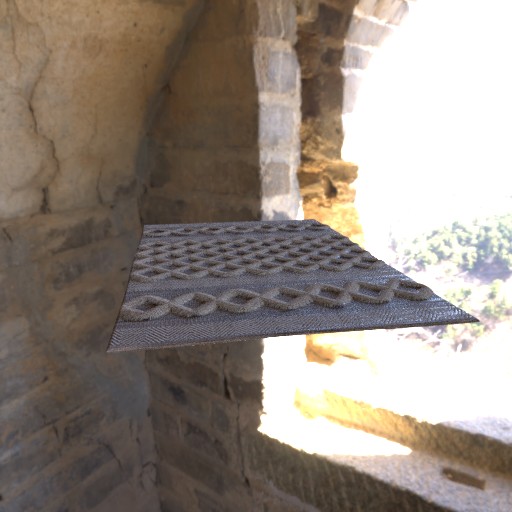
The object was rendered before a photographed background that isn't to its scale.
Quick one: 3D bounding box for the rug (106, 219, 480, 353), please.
[{"bbox_3d":[0.000,0.000,2.253,1.222,0.030,1.823,-3,16,-10],"label":"rug"}]
